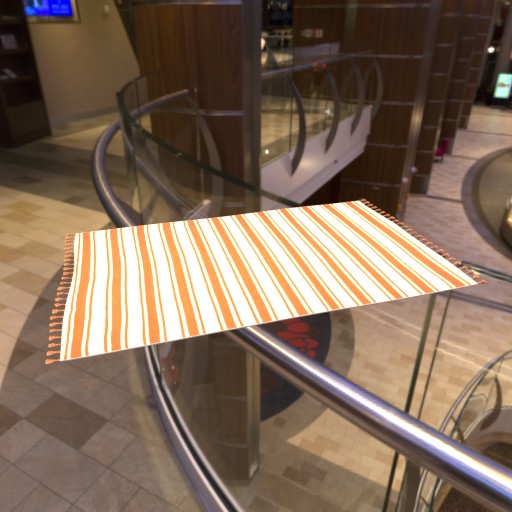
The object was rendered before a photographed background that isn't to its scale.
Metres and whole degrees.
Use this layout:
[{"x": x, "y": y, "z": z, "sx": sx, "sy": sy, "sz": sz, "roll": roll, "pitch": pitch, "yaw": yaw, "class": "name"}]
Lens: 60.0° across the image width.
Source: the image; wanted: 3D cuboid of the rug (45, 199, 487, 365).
[{"x": 0.000, "y": 0.000, "z": 2.488, "sx": 2.092, "sy": 0.017, "sz": 1.232, "roll": -8, "pitch": 29, "yaw": -15, "class": "rug"}]
